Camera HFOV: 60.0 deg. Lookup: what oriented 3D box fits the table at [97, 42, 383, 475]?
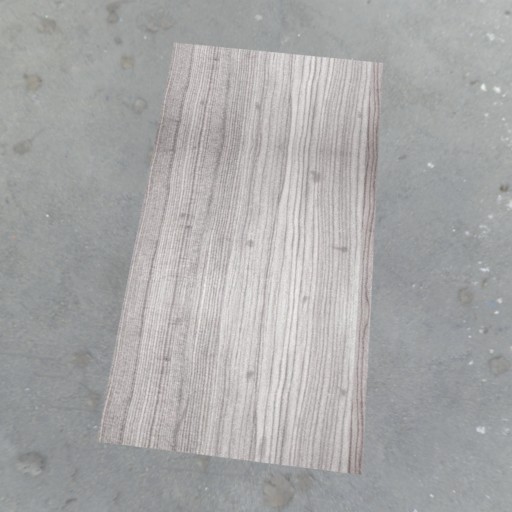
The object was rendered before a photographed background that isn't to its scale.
[{"bbox_3d":[0.000,0.000,2.012,0.881,0.736,1.579,6,75,2],"label":"table"}]
